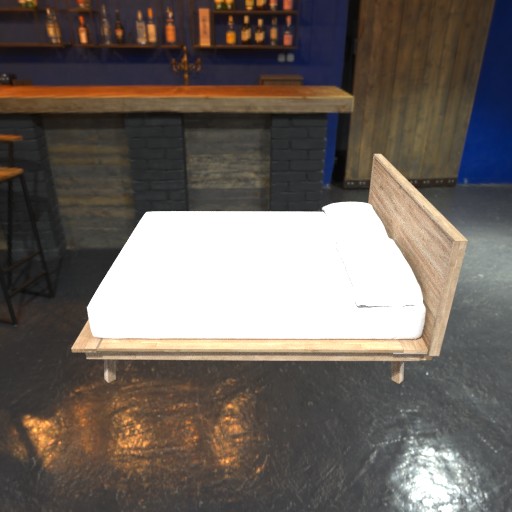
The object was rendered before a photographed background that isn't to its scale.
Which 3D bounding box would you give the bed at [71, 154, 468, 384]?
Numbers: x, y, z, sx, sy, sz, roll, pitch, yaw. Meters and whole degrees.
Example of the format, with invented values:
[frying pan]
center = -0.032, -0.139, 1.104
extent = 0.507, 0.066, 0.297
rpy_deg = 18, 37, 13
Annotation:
[bed]
center = 0.000, 0.000, 3.249
extent = 2.145, 1.071, 1.759
rpy_deg = 0, 27, 0
